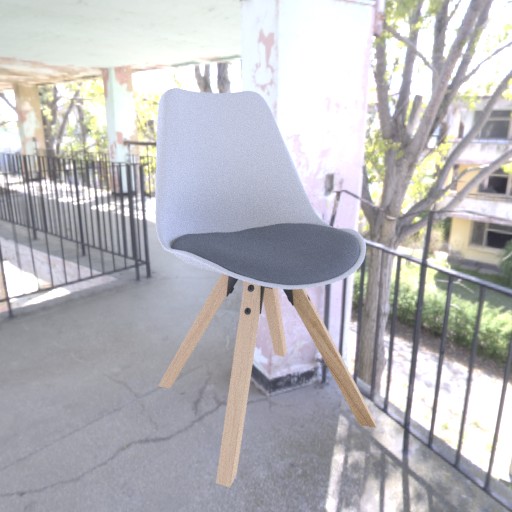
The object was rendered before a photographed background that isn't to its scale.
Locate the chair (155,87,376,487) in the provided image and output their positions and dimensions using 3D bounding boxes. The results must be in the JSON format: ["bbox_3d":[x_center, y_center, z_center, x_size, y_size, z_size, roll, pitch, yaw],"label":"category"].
[{"bbox_3d":[0.000,0.000,1.152,0.485,0.850,0.550,-8,18,-27],"label":"chair"}]
